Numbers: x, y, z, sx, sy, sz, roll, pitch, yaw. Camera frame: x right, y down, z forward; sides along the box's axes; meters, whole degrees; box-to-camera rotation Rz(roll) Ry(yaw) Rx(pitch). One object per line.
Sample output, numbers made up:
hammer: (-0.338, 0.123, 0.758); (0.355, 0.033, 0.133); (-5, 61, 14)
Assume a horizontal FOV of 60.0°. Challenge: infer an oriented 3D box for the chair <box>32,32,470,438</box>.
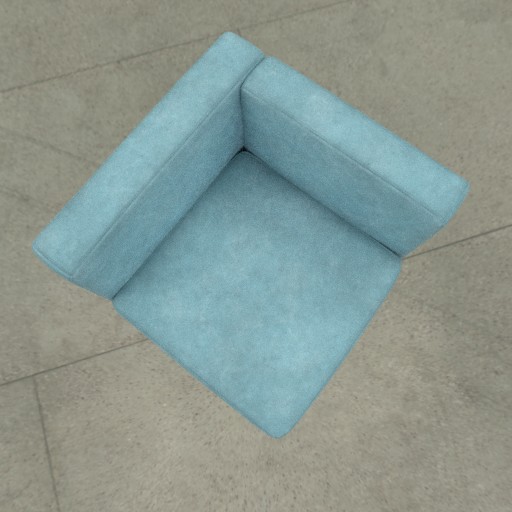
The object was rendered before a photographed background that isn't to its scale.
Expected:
chair: (0.000, 0.000, 1.208); (0.684, 0.660, 0.691); (36, 79, 8)
